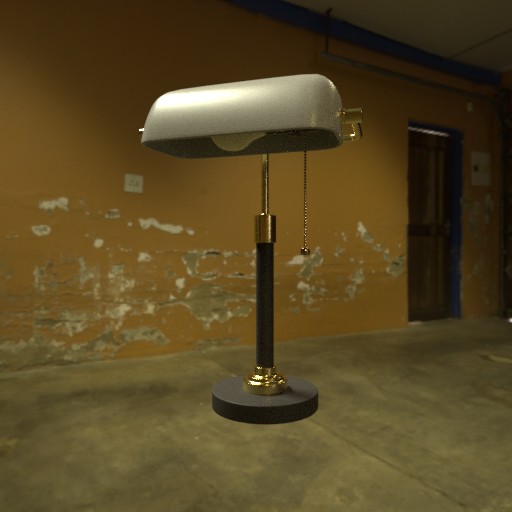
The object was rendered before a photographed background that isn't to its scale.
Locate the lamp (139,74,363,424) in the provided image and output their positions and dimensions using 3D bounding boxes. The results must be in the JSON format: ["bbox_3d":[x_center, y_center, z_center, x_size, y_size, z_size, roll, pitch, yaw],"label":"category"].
[{"bbox_3d":[0.000,0.000,0.562,0.269,0.404,0.227,0,0,17],"label":"lamp"}]
